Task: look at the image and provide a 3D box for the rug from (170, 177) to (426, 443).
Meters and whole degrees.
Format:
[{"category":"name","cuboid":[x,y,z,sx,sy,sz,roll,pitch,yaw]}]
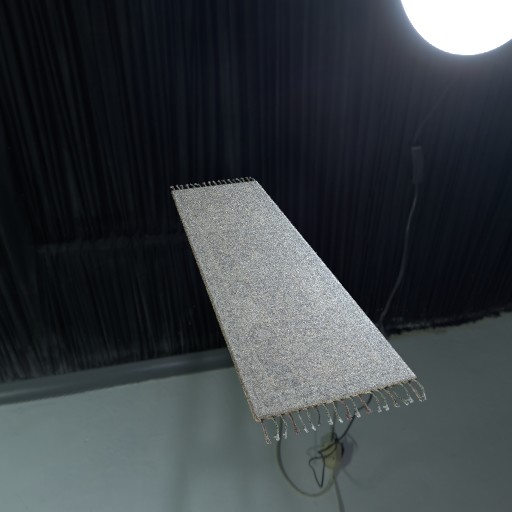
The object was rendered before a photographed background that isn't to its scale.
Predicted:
[{"category":"rug","cuboid":[0.000,0.000,2.885,0.762,0.011,2.664,-9,33,-15]}]
